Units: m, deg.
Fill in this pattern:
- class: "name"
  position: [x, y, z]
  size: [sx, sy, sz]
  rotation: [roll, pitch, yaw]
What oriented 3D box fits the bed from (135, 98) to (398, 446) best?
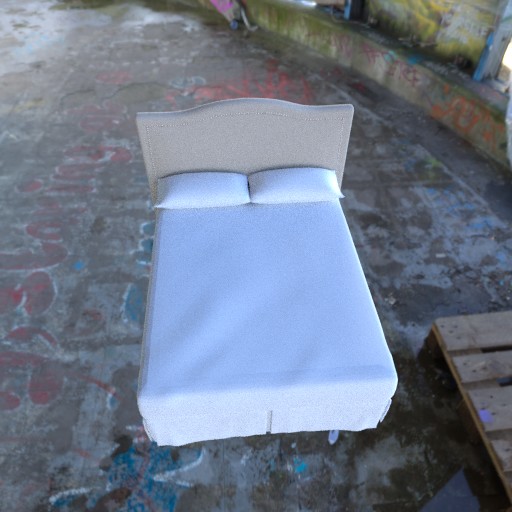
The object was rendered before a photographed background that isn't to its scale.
- class: "bed"
  position: [0.000, 0.000, 3.160]
  size: [1.678, 1.398, 2.052]
  rotation: [-3, 46, -3]
